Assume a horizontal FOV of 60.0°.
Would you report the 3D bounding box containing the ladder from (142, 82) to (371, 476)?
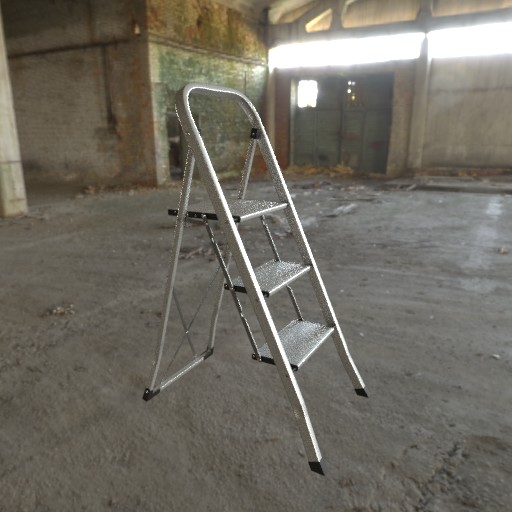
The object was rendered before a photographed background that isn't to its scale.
[{"bbox_3d":[0.000,0.000,1.456,0.704,1.070,0.465,8,17,28],"label":"ladder"}]
